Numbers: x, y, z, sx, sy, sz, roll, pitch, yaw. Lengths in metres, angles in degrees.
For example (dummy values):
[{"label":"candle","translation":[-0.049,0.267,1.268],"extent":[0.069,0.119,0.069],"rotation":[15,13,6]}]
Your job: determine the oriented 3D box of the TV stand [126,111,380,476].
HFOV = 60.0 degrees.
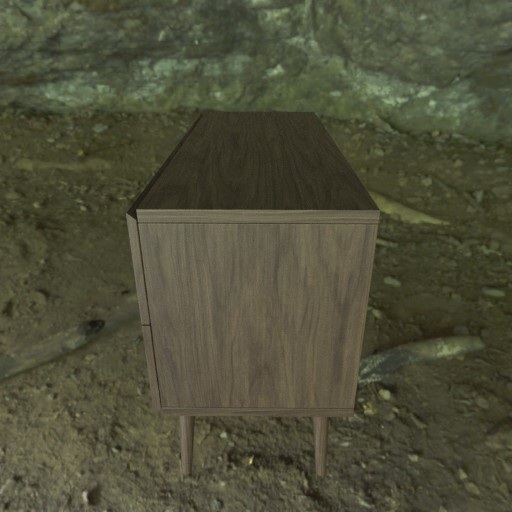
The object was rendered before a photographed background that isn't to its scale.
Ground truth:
[{"label":"TV stand","translation":[0.000,0.000,1.293],"extent":[0.405,0.660,0.990],"rotation":[0,27,1]}]
